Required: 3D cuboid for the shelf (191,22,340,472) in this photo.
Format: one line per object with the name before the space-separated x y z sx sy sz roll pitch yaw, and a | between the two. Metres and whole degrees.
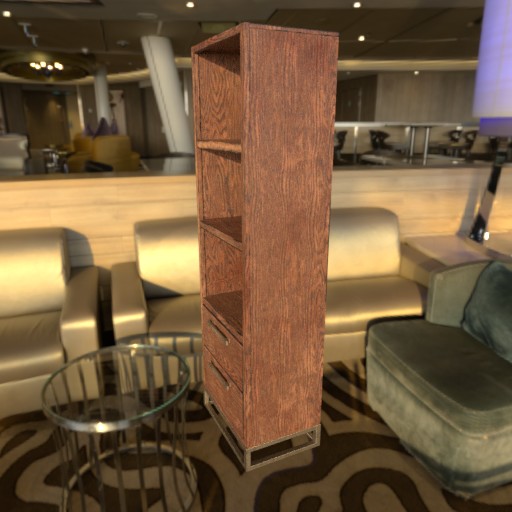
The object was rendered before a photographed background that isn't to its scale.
shelf | 0.000 0.000 1.951 0.395 1.732 0.539 -8 18 -25
